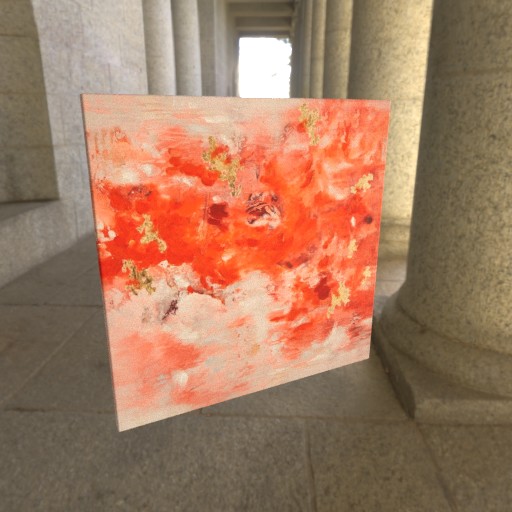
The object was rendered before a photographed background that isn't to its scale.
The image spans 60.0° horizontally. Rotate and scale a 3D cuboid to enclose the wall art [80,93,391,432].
[{"bbox_3d":[0.000,0.000,1.303,0.878,0.878,0.066,-8,19,-25],"label":"wall art"}]
